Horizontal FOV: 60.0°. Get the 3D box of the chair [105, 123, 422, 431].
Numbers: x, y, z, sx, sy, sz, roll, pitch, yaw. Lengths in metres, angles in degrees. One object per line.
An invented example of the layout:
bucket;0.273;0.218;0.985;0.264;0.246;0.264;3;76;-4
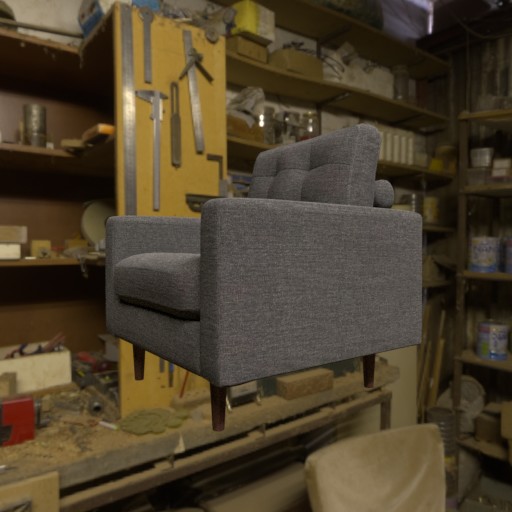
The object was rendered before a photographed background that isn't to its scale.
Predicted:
chair;0.000;0.000;1.546;0.843;0.880;0.821;-1;1;-36
